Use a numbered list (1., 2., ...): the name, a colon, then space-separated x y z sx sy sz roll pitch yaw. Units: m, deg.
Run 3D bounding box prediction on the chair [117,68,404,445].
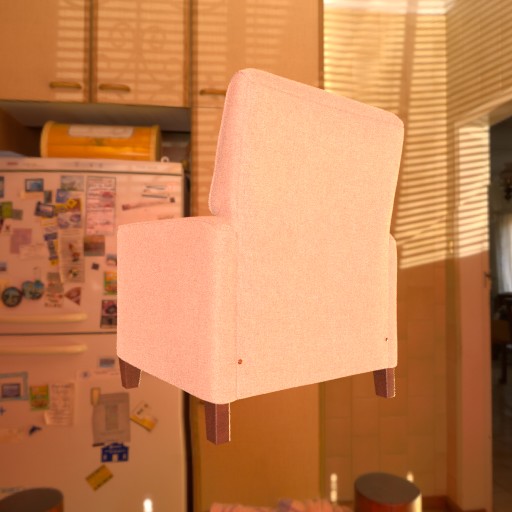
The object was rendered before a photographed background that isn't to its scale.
1. chair: 0.000 0.000 1.673 0.845 1.023 0.859 1 -2 -36
